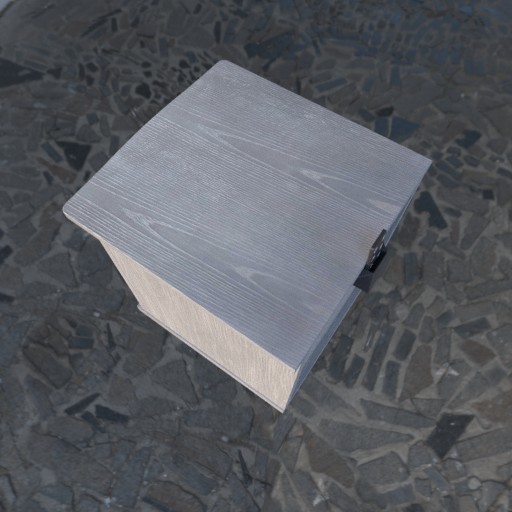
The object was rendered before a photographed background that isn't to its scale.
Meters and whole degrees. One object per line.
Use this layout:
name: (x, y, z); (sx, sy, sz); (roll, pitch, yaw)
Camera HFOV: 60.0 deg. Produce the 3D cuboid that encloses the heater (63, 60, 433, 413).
heater: (0.000, 0.000, 0.788); (0.400, 0.481, 0.362); (32, 67, 15)
